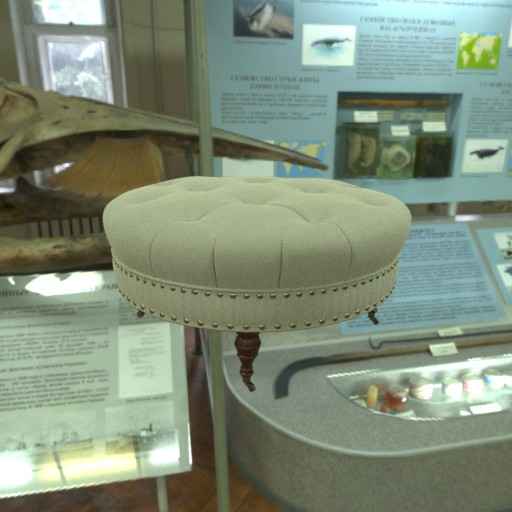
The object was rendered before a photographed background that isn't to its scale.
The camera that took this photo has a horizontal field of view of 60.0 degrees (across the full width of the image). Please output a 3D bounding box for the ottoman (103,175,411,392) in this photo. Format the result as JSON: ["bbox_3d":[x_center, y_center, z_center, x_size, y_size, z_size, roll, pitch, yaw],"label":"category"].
[{"bbox_3d":[0.000,0.000,1.386,0.901,0.439,0.901,0,18,0],"label":"ottoman"}]
